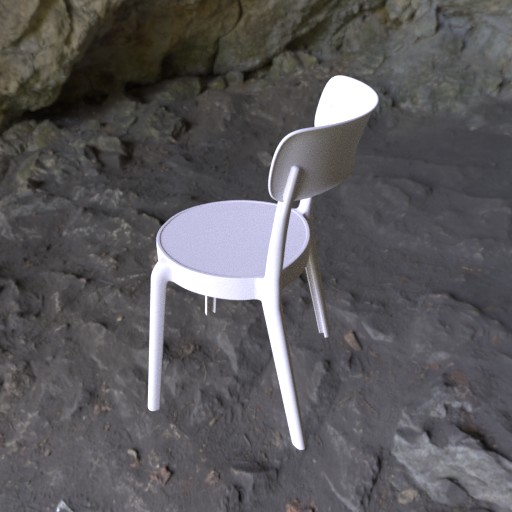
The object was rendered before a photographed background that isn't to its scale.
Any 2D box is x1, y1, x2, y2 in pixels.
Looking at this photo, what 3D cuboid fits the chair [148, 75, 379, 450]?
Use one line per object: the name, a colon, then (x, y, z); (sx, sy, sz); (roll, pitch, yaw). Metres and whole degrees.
chair: (0.000, 0.000, 1.114); (0.491, 0.790, 0.506); (9, 33, 14)
